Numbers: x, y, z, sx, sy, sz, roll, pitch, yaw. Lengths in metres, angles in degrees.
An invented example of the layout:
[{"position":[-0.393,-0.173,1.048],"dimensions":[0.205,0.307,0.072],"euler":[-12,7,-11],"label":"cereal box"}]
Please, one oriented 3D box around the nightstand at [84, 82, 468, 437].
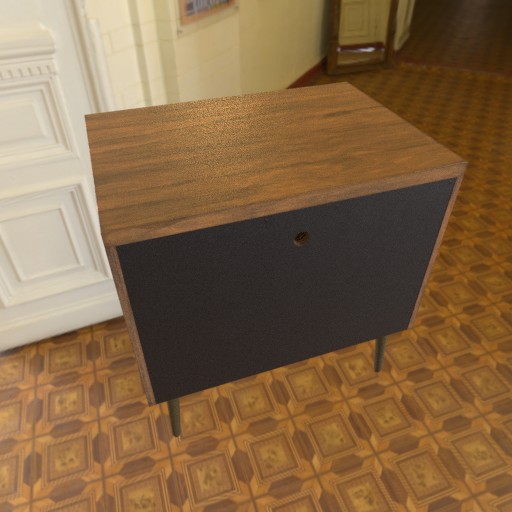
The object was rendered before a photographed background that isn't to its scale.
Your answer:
[{"position":[0.000,0.000,1.041],"dimensions":[0.610,0.610,0.458],"euler":[-13,41,-15],"label":"nightstand"}]
